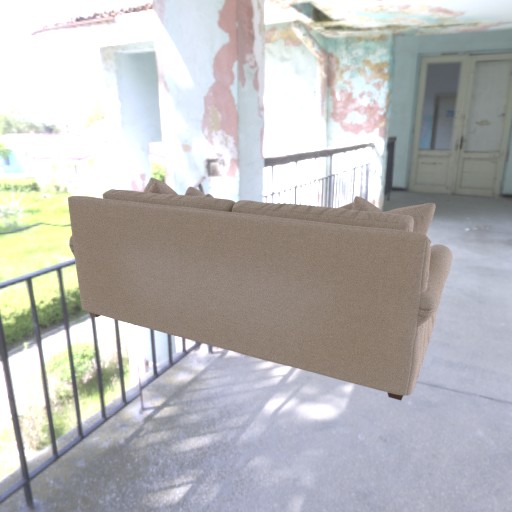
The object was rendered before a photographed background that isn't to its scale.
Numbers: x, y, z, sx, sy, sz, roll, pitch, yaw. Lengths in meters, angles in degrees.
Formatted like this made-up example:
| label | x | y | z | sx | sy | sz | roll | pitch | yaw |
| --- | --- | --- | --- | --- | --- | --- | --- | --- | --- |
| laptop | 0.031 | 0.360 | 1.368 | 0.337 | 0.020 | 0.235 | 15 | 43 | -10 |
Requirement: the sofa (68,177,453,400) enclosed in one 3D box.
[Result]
| label | x | y | z | sx | sy | sz | roll | pitch | yaw |
| --- | --- | --- | --- | --- | --- | --- | --- | --- | --- |
| sofa | 0.000 | 0.000 | 2.860 | 2.285 | 0.904 | 1.067 | 9 | 19 | 26 |
